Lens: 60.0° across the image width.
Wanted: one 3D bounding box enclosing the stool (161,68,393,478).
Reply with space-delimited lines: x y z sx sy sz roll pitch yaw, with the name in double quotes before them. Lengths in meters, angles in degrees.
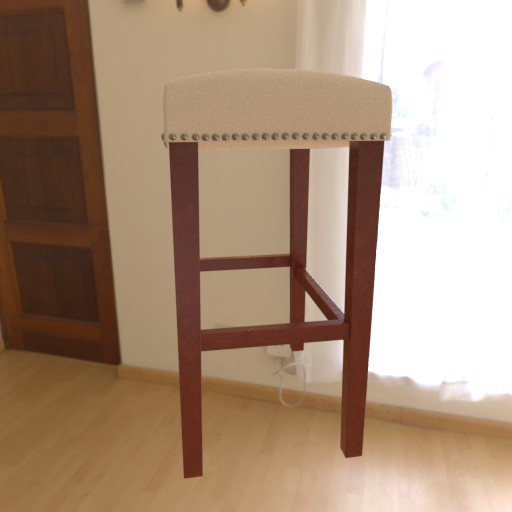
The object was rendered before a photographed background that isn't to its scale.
"stool" 0.000 0.000 1.004 0.372 0.742 0.504 -3 17 -9
